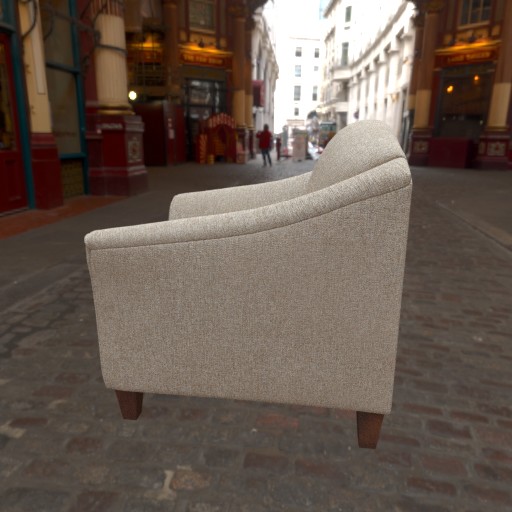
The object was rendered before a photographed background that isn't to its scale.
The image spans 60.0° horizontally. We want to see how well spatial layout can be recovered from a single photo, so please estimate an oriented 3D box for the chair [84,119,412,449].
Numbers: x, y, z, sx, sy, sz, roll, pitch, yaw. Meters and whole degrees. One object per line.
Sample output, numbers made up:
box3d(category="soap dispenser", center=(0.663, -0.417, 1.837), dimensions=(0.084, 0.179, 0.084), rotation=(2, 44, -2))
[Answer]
box3d(category="chair", center=(0.000, 0.000, 1.426), dimensions=(0.787, 0.839, 0.763), rotation=(2, 16, 8))
